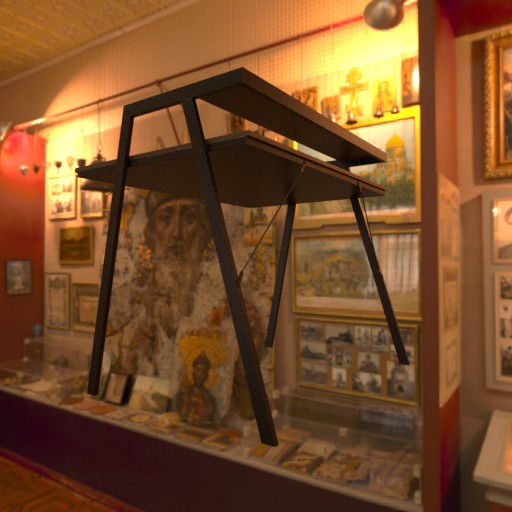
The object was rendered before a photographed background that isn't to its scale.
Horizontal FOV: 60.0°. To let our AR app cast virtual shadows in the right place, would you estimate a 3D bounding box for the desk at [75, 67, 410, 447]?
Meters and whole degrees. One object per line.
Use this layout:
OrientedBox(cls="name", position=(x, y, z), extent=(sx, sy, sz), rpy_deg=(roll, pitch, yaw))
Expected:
OrientedBox(cls="desk", position=(0.000, 0.000, 1.867), extent=(0.936, 0.998, 1.143), rpy_deg=(-1, -1, 36))
